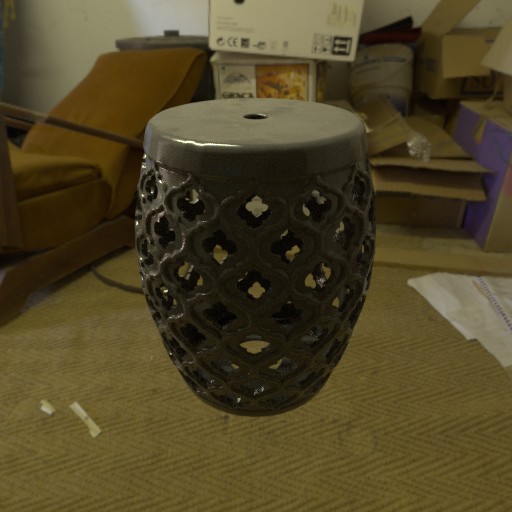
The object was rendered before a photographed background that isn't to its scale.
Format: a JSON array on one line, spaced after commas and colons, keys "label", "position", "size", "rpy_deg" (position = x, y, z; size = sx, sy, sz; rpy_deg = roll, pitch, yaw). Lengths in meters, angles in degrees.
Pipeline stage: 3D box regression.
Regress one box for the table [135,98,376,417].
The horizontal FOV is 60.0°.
[{"label": "table", "position": [0.000, 0.000, 0.632], "size": [0.325, 0.388, 0.325], "rpy_deg": [0, 30, 0]}]
